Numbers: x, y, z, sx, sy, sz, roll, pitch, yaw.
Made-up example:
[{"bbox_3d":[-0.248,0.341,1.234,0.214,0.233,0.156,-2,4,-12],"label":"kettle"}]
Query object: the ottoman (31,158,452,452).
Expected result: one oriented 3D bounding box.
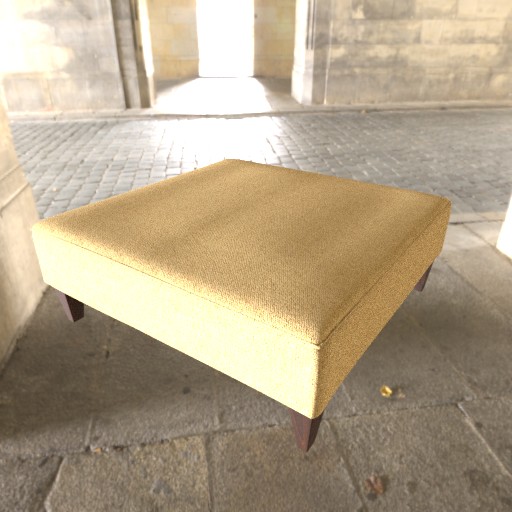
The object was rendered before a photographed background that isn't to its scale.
[{"bbox_3d":[0.000,0.000,1.478,0.981,0.378,0.970,18,32,31],"label":"ottoman"}]
